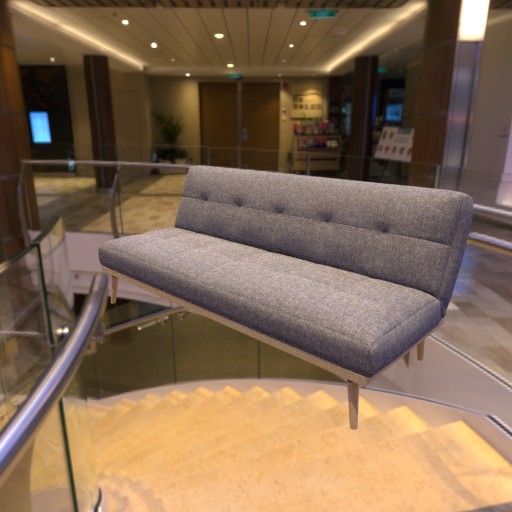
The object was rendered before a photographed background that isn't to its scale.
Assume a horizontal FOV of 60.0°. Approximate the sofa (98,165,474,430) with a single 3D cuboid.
[{"bbox_3d":[0.000,0.000,2.279,1.820,0.770,0.820,15,23,41],"label":"sofa"}]
